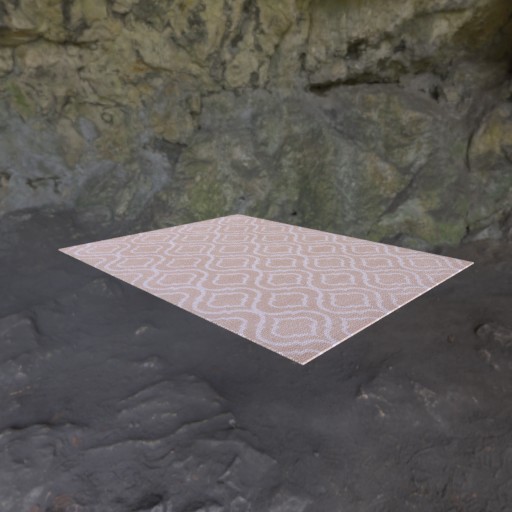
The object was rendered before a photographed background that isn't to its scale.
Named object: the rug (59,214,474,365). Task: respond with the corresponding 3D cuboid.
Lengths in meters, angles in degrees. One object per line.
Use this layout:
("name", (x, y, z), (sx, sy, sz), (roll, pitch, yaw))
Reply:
("rug", (0.000, 0.000, 3.919), (2.894, 0.013, 2.286), (16, 23, 42))
